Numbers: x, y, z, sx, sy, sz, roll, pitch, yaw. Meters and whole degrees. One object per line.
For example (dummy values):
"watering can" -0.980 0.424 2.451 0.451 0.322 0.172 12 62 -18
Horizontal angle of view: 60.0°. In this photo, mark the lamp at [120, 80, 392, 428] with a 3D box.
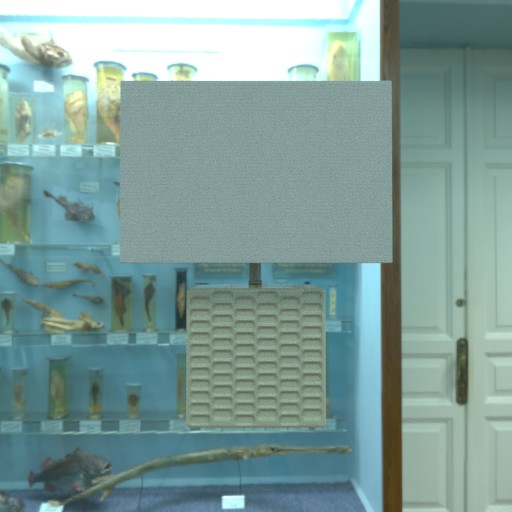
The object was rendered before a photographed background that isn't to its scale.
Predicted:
"lamp" 0.000 0.000 0.716 0.380 0.515 0.200 0 -1 0
